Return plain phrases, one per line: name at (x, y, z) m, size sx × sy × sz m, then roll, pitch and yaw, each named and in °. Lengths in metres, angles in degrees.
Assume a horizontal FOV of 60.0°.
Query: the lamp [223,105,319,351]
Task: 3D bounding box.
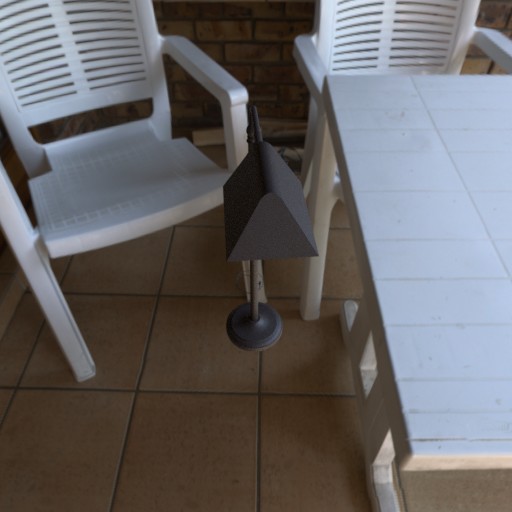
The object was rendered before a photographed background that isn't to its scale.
lamp at (0.000, 0.000, 0.959) m, size 0.159 × 0.708 × 0.545 m, roll -3°, pitch 46°, yaw -3°
